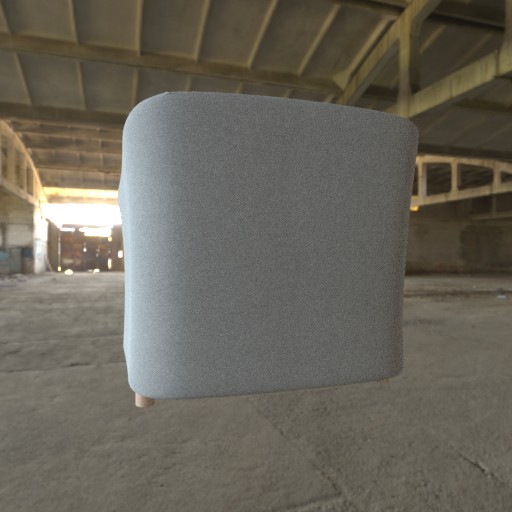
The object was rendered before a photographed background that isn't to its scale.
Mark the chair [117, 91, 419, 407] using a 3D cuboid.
[{"bbox_3d":[0.000,0.000,1.327,0.790,0.720,0.700,0,0,-18],"label":"chair"}]
